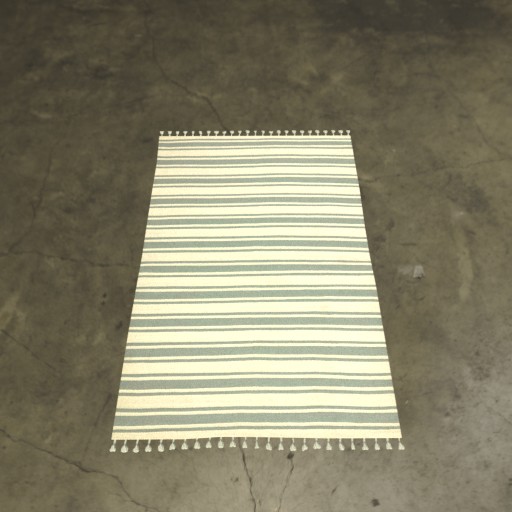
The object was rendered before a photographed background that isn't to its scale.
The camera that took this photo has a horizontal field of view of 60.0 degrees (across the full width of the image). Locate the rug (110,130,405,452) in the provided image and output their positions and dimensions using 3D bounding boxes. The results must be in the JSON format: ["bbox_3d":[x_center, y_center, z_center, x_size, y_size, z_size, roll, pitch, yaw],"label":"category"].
[{"bbox_3d":[0.000,0.000,2.949,1.539,0.011,2.410,0,58,0],"label":"rug"}]
